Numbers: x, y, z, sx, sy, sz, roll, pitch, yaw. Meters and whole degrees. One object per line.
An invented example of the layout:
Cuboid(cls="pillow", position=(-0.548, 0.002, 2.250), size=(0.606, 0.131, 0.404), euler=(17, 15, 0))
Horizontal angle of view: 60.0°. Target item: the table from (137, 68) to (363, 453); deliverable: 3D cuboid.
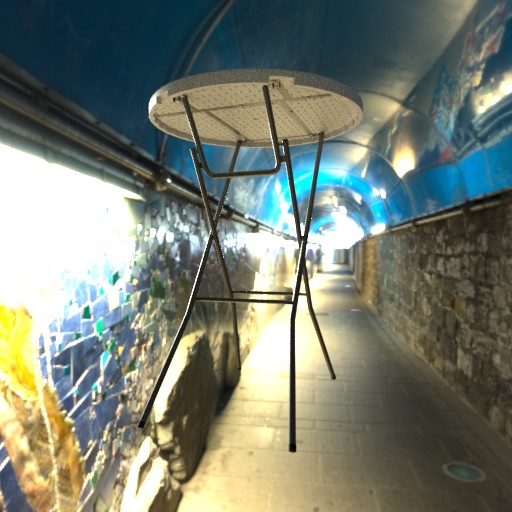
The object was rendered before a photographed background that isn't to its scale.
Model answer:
Cuboid(cls="table", position=(0.000, 0.000, 1.691), size=(0.792, 1.105, 0.795), euler=(0, 0, 20))
